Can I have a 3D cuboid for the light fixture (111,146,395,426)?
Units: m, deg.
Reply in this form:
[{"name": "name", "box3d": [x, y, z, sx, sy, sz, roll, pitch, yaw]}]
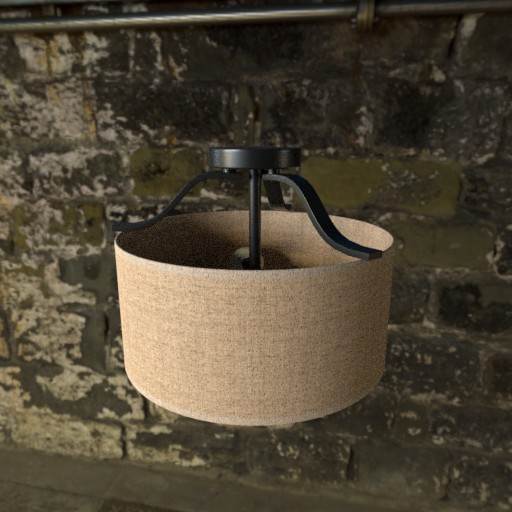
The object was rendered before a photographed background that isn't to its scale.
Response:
[{"name": "light fixture", "box3d": [0.000, 0.000, 0.643, 0.390, 0.306, 0.390, 0, 15, 0]}]
